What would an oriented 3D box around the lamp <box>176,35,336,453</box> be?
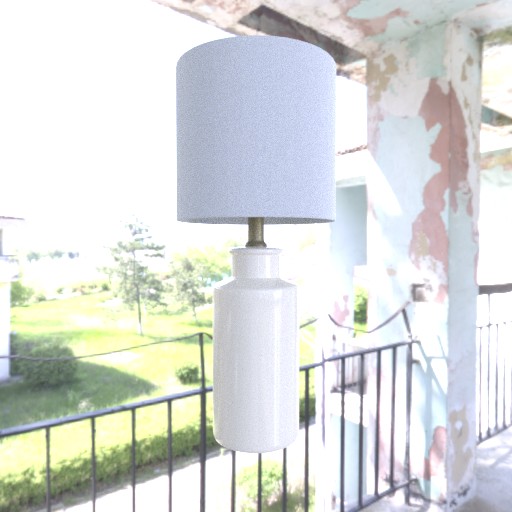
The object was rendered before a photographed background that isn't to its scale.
[{"bbox_3d":[0.000,0.000,0.600,0.212,0.493,0.212,-1,2,-37],"label":"lamp"}]
